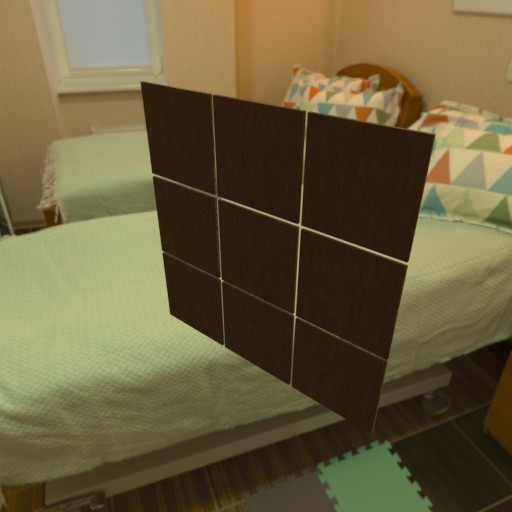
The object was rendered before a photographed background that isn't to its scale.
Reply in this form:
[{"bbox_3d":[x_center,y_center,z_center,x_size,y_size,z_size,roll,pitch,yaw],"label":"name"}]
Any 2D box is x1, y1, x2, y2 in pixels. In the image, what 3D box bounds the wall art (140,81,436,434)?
[{"bbox_3d":[0.000,0.000,1.808,1.215,1.213,0.013,23,38,33],"label":"wall art"}]
